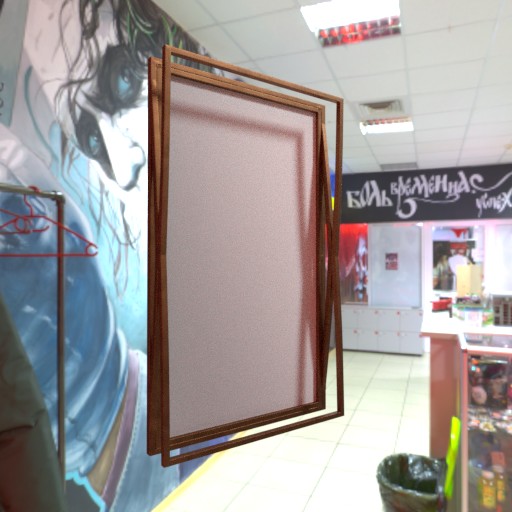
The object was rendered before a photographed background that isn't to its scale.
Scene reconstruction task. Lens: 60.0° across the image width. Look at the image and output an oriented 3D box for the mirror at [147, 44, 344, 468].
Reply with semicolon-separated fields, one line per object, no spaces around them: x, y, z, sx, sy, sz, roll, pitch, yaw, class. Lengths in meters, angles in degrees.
0.000;0.000;0.968;0.468;0.768;0.082;1;-1;-36;mirror
